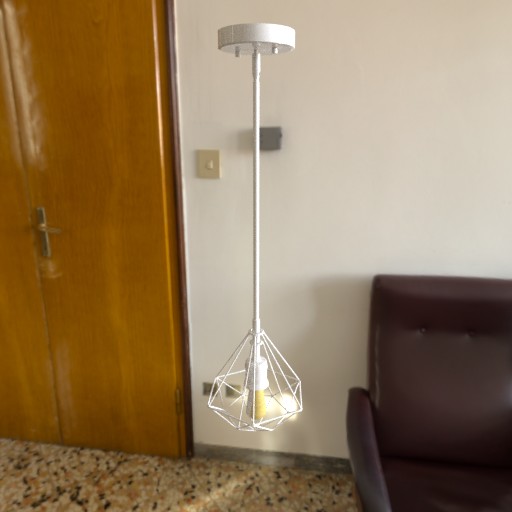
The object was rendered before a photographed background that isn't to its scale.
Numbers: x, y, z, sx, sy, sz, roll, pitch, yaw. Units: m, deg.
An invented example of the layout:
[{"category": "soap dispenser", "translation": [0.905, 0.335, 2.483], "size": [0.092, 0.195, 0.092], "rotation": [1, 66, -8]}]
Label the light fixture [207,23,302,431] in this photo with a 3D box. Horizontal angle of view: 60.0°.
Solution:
[{"category": "light fixture", "translation": [0.000, 0.000, 1.921], "size": [0.487, 1.764, 0.431], "rotation": [-8, 17, -26]}]
